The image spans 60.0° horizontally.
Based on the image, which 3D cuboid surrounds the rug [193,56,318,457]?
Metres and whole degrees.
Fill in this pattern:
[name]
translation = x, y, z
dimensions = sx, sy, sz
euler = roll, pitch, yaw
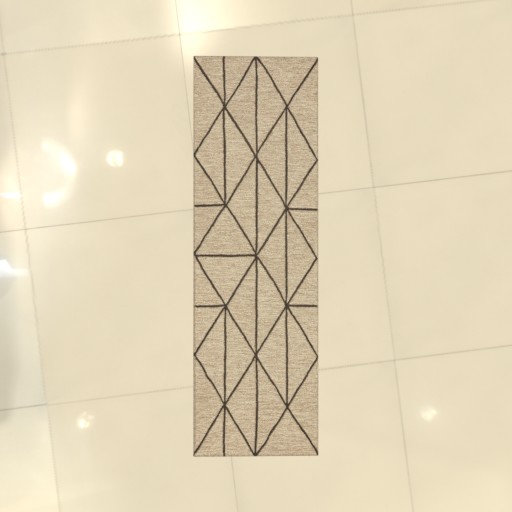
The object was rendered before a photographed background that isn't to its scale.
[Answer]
[rug]
translation = 0.000, 0.000, 2.704
dimensions = 0.762, 0.012, 2.438
euler = 0, 90, -1
